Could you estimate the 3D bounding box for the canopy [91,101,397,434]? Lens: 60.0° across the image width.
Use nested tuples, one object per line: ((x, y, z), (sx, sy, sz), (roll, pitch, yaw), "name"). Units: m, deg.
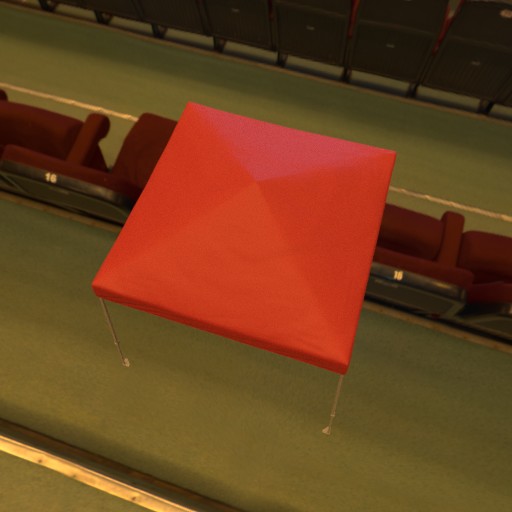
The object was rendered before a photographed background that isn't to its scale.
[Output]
((0.000, 0.000, 6.450), (3.600, 3.600, 3.599), (16, 64, 8), "canopy")
